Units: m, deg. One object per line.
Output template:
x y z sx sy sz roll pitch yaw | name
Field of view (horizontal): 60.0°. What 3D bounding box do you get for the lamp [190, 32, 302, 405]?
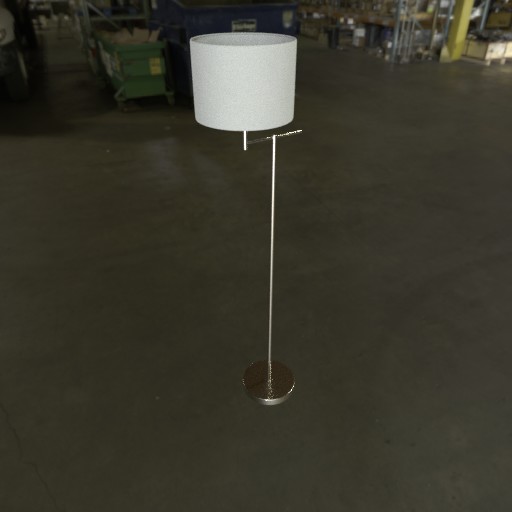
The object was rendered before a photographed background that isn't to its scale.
0.000 0.000 1.798 0.416 1.600 0.324 -20 38 -28 | lamp
